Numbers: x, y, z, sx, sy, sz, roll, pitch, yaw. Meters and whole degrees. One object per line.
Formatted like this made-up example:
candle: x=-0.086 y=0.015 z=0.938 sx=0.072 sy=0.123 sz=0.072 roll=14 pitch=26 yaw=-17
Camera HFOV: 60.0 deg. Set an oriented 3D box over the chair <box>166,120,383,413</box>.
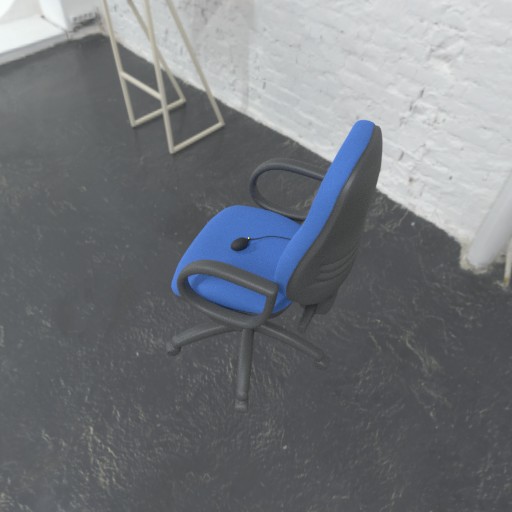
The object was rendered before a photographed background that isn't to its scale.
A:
chair: x=0.000 y=0.000 z=1.255 sx=0.549 sy=0.905 sz=0.552 roll=19 pitch=51 yaw=16
